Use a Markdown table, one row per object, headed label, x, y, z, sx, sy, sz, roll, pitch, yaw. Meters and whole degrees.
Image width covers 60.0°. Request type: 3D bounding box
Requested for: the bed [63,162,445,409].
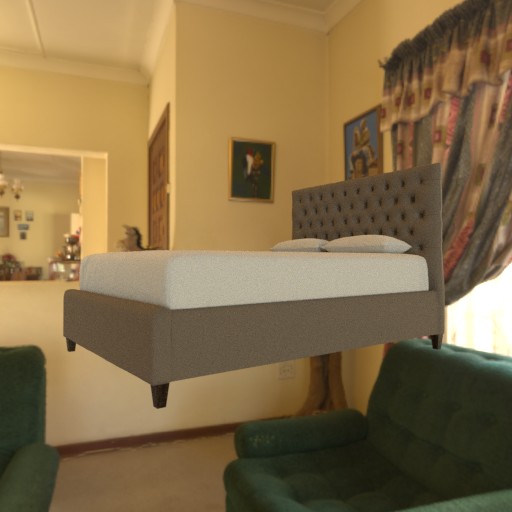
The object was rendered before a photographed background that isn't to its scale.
| label | x | y | z | sx | sy | sz | roll | pitch | yaw |
| --- | --- | --- | --- | --- | --- | --- | --- | --- | --- |
| bed | 0.000 | 0.000 | 3.375 | 2.387 | 1.427 | 1.698 | 0 | -1 | -36 |
